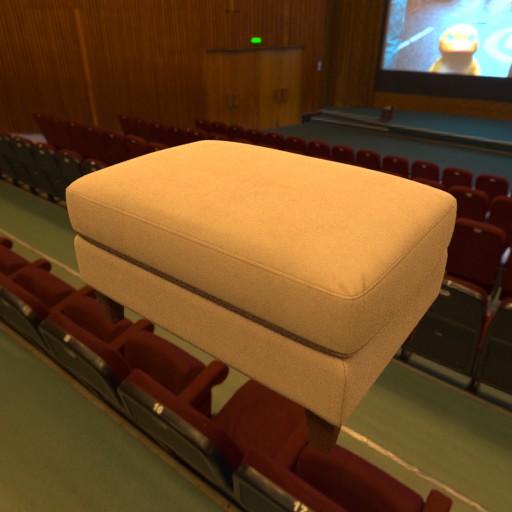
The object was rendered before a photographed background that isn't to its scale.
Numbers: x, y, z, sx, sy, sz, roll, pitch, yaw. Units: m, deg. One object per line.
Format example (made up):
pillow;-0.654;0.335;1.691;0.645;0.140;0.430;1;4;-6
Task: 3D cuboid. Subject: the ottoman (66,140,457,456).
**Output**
ottoman;0.000;0.000;1.199;0.864;0.483;0.584;21;35;32
